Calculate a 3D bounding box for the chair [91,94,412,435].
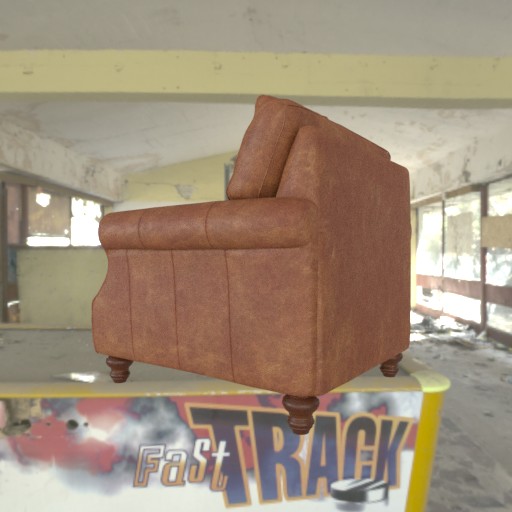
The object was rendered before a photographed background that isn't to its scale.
[{"bbox_3d":[0.000,0.000,1.746,0.986,0.962,0.983,0,0,36],"label":"chair"}]
